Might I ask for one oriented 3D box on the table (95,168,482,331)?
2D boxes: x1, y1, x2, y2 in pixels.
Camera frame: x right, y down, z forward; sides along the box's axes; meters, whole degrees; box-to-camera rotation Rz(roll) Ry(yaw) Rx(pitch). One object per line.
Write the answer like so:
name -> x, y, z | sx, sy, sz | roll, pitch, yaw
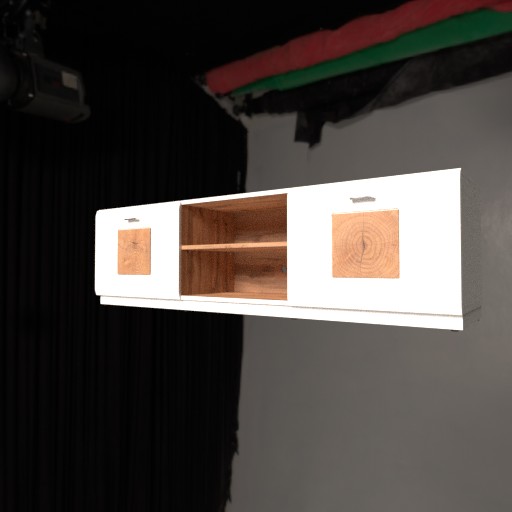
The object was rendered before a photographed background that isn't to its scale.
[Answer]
table -> 0.000, 0.000, 1.751 | 1.550, 0.440, 0.400 | -1, -2, 34
